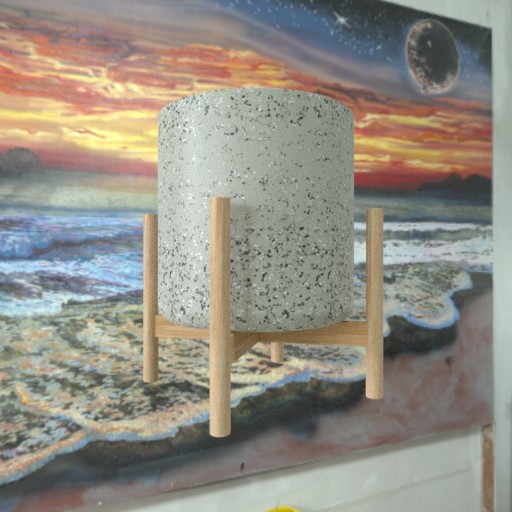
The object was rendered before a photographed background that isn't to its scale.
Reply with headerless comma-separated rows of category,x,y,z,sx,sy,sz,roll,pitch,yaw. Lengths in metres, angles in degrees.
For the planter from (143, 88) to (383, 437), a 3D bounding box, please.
planter,0.000,0.000,0.702,0.360,0.419,0.360,0,0,36
